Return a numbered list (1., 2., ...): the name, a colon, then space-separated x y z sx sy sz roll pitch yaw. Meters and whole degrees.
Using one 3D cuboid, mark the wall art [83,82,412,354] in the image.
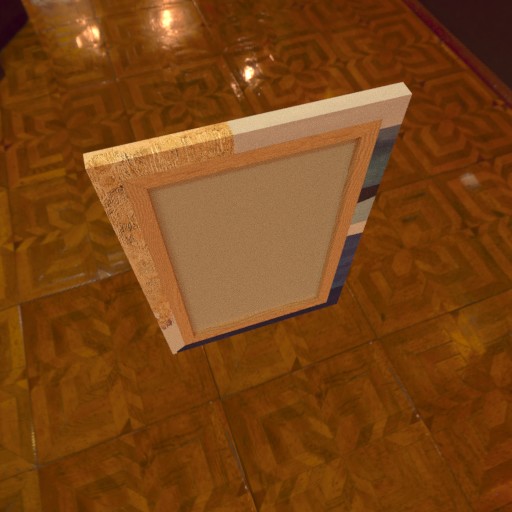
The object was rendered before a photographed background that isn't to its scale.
1. wall art: 0.000 0.000 1.182 0.607 0.911 0.039 -16 60 -10
